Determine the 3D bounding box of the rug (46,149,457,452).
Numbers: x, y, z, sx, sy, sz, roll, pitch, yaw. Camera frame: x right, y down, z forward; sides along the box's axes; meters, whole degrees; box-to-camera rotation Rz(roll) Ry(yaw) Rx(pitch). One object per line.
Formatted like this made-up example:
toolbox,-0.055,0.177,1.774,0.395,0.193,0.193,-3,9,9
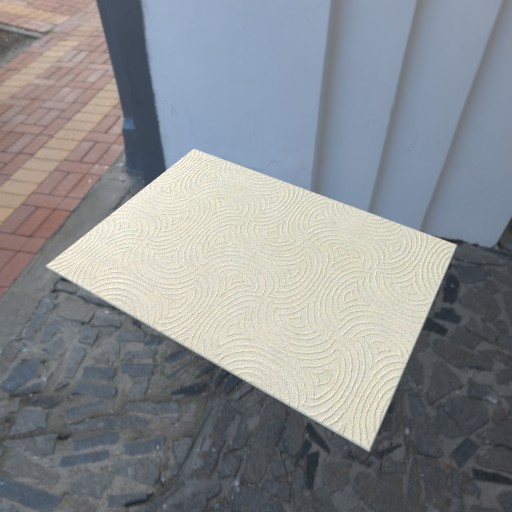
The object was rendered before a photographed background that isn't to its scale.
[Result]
rug,0.000,0.000,2.816,2.132,0.015,1.526,24,51,21
